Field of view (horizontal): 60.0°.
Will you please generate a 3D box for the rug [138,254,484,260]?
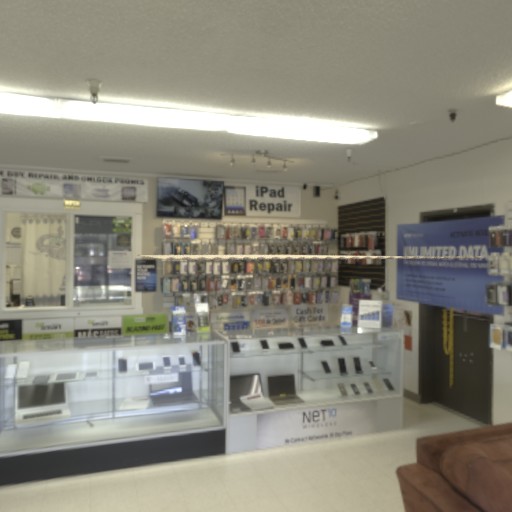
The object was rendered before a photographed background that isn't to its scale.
[{"bbox_3d":[0.000,0.000,2.541,1.229,0.011,2.096,0,0,-17],"label":"rug"}]
